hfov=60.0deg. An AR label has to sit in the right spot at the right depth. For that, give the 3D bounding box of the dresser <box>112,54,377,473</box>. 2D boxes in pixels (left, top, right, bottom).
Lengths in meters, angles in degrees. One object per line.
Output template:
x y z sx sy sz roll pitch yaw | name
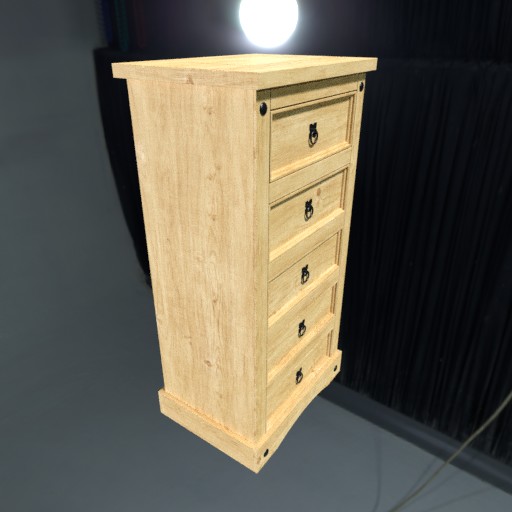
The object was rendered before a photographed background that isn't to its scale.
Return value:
0.000 0.000 1.288 0.390 1.041 0.531 18 32 31 | dresser
